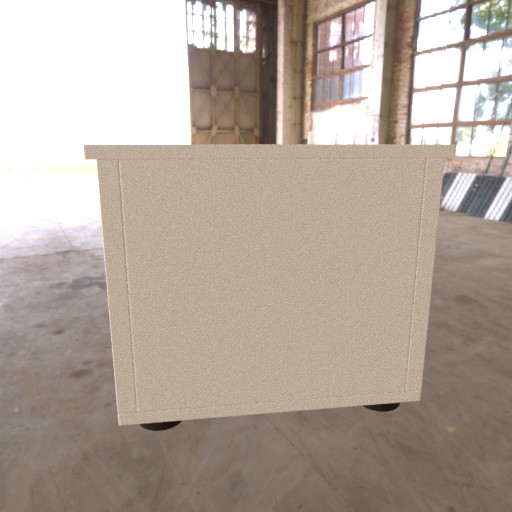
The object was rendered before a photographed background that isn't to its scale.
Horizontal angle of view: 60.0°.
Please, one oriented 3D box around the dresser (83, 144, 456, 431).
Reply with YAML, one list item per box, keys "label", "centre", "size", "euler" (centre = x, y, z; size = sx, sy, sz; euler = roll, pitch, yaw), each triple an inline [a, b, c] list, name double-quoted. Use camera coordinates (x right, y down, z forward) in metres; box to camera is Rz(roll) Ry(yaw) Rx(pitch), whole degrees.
- label: "dresser"
  centre: [0.000, 0.000, 0.738]
  size: [0.430, 0.360, 0.400]
  euler: [-2, 14, -8]
